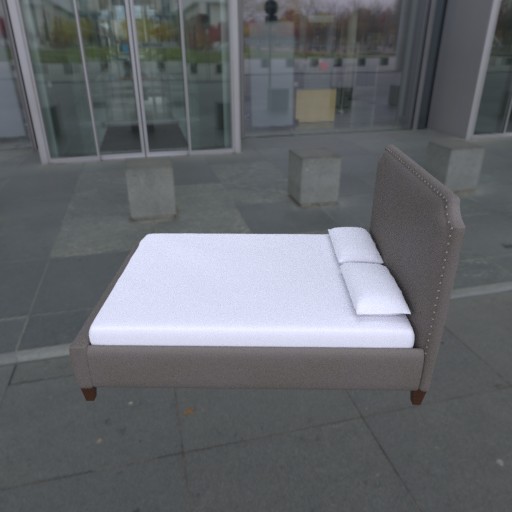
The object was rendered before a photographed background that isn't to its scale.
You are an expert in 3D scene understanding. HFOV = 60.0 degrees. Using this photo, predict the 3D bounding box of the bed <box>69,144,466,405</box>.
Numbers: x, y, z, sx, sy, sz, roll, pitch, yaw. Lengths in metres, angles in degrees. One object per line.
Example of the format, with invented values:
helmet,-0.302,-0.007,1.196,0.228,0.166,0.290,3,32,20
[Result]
bed,0.000,0.000,3.440,2.372,1.443,1.712,0,26,1
